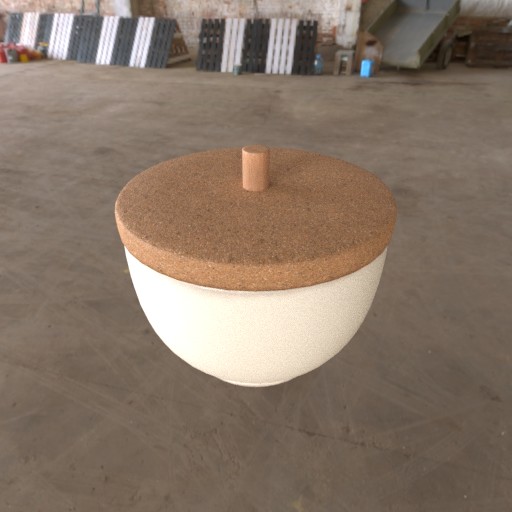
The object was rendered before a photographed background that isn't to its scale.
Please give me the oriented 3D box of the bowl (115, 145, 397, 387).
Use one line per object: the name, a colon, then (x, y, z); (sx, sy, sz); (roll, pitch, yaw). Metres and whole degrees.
bowl: (0.000, 0.000, 0.223); (0.126, 0.110, 0.126); (0, 32, 0)
